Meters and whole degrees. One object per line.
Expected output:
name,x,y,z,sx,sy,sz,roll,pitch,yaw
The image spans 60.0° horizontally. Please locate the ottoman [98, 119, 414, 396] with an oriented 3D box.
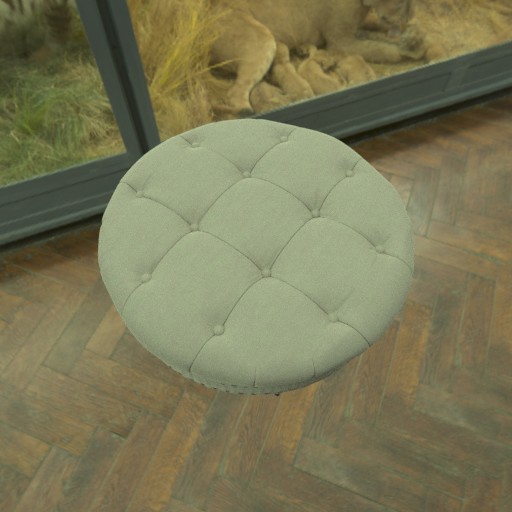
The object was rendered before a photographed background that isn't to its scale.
ottoman,0.000,0.000,1.400,0.901,0.439,0.901,0,58,0
